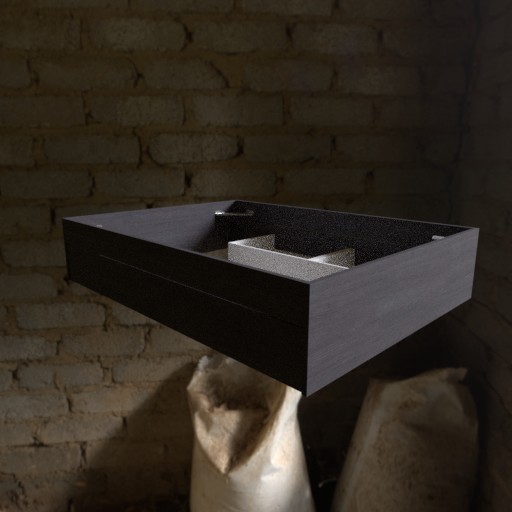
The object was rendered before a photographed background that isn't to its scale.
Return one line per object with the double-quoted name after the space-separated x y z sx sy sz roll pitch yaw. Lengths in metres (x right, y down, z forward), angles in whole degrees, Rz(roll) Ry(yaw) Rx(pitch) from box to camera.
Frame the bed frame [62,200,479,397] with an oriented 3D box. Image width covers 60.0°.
0.000 0.000 2.602 1.448 0.459 1.944 -13 19 -43 "bed frame"
